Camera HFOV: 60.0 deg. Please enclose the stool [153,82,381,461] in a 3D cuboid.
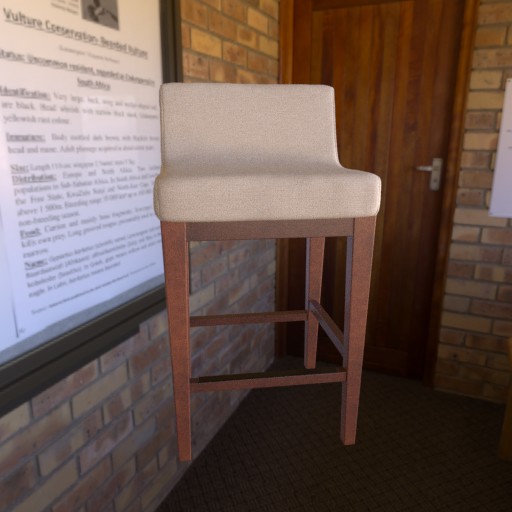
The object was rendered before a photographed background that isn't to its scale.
[{"bbox_3d":[0.000,0.000,1.232,0.511,0.937,0.500,-2,15,-8],"label":"stool"}]
